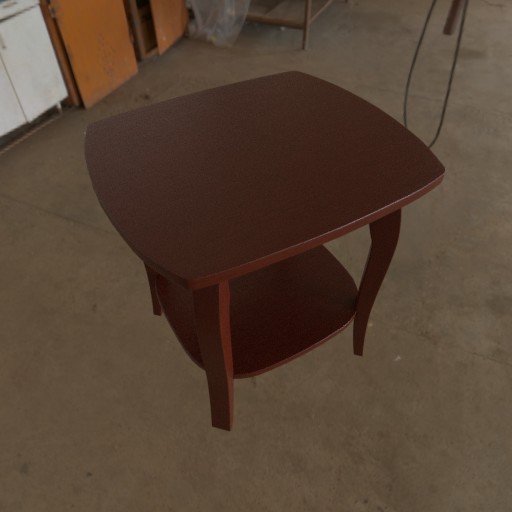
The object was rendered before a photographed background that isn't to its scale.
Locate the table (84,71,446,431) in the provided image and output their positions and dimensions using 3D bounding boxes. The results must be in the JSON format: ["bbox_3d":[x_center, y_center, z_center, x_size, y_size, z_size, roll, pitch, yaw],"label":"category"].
[{"bbox_3d":[0.000,0.000,0.875,0.502,0.496,0.433,-23,50,-20],"label":"table"}]
